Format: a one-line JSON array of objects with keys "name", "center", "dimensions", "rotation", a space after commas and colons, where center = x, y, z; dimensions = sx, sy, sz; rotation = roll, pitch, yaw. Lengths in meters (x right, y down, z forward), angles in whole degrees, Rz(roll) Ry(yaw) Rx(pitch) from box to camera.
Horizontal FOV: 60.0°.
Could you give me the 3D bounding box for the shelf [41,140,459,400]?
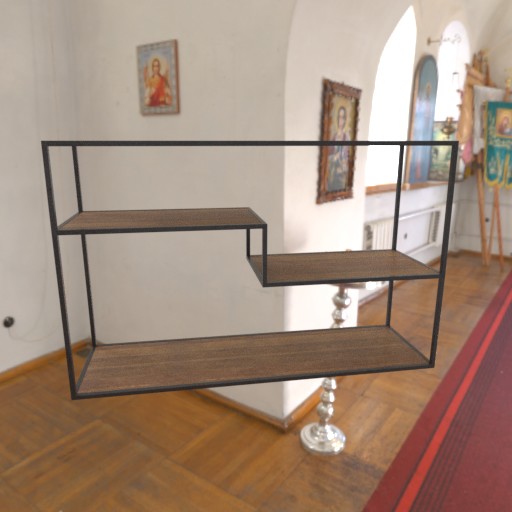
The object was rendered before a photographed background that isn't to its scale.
[{"name": "shelf", "center": [0.000, 0.000, 1.521], "dimensions": [1.201, 0.765, 0.361], "rotation": [-2, 15, -9]}]
